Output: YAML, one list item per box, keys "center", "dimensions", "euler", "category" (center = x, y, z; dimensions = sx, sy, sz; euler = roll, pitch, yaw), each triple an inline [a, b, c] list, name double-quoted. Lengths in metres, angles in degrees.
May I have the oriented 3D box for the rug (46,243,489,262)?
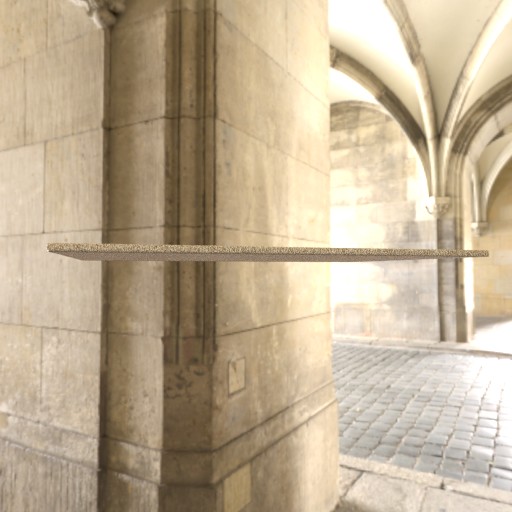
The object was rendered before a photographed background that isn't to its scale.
- center: [0.000, 0.000, 2.263]
  dimensions: [1.778, 0.030, 1.219]
  euler: [1, -2, -17]
  category: "rug"
